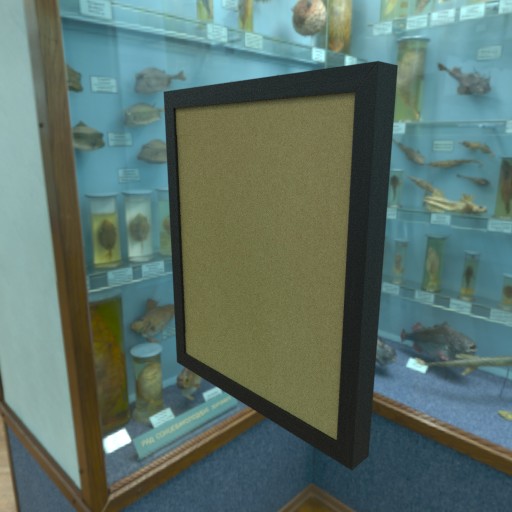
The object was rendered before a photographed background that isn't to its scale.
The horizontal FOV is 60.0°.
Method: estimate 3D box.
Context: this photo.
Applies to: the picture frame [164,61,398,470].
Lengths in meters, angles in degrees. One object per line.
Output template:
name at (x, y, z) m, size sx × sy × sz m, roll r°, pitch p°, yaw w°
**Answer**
picture frame at (0.000, 0.000, 0.751) m, size 0.044 × 0.555 × 0.452 m, roll -13°, pitch 20°, yaw -42°
